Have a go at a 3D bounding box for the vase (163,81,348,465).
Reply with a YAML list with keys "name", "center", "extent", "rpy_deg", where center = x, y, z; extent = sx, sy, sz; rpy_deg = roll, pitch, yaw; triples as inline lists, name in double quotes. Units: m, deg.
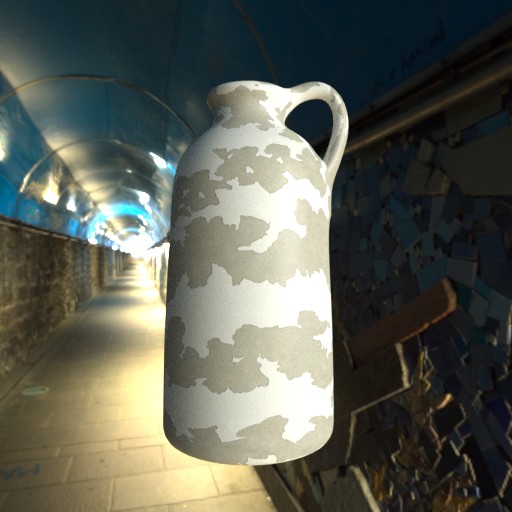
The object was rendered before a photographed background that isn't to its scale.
- name: "vase"
  center: [0.000, 0.000, 0.490]
  extent: [0.203, 0.382, 0.186]
  rpy_deg: [0, 0, 1]
